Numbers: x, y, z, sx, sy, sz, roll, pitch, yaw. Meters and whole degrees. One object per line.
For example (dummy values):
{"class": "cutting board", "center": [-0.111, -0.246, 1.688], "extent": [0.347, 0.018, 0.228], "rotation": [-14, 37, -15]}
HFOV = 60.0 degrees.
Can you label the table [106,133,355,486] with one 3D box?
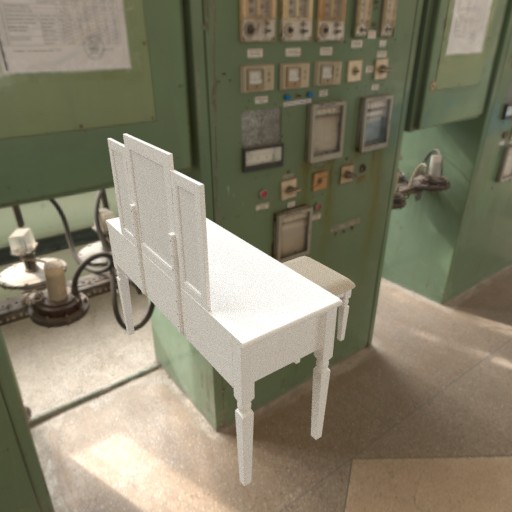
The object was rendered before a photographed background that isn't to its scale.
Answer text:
{"class": "table", "center": [0.000, 0.000, 2.312], "extent": [1.115, 1.310, 1.369], "rotation": [-18, 32, -31]}
